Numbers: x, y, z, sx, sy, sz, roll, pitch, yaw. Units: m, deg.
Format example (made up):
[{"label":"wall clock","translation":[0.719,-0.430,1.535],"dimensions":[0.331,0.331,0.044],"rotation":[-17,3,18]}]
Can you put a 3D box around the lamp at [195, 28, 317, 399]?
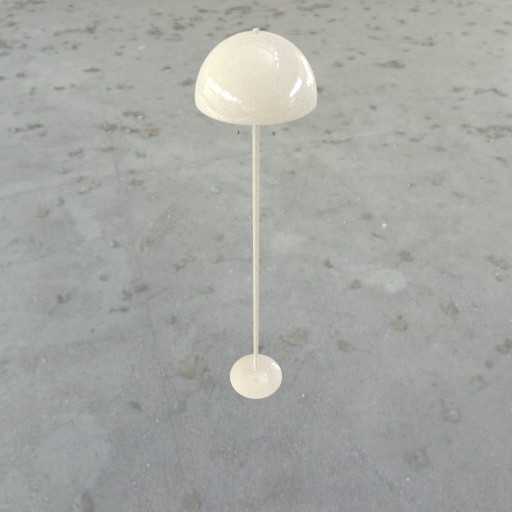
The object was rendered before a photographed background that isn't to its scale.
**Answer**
[{"label":"lamp","translation":[0.000,0.000,1.573],"dimensions":[0.328,1.480,0.328],"rotation":[-12,43,-14]}]
